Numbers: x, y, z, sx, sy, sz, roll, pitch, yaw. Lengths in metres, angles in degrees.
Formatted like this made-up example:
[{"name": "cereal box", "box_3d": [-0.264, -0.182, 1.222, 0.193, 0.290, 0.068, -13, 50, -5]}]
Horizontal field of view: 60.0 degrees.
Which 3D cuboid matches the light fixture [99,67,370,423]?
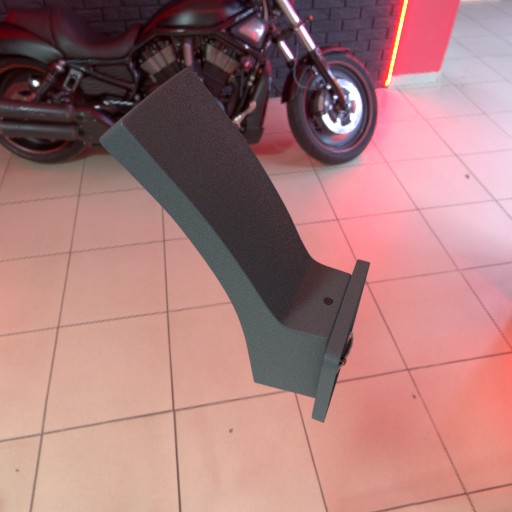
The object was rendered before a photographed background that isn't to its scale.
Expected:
[{"name": "light fixture", "box_3d": [0.000, 0.000, 0.342, 0.174, 0.243, 0.108, 16, 48, 15]}]
